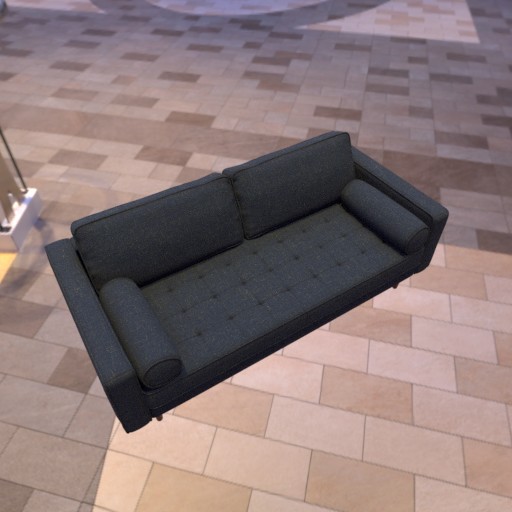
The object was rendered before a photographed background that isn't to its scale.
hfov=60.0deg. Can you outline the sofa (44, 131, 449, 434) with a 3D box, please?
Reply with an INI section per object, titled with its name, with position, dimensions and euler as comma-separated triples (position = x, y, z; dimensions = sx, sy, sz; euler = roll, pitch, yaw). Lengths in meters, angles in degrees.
[sofa]
position = 0.000, 0.000, 2.357
dimensions = 1.880, 0.762, 0.914
euler = -24, 50, -22
